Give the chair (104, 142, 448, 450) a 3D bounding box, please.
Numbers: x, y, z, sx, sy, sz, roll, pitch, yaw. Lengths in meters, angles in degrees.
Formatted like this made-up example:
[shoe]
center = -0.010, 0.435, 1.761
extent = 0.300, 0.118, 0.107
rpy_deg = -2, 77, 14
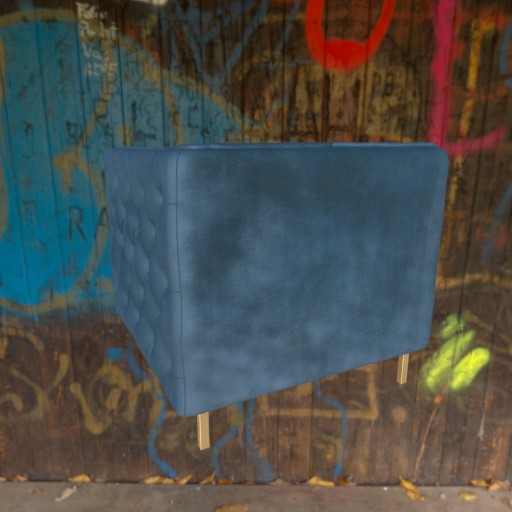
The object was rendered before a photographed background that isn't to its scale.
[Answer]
[chair]
center = 0.000, 0.000, 1.543
extent = 0.868, 0.771, 0.877
rpy_deg = -7, 16, -26
